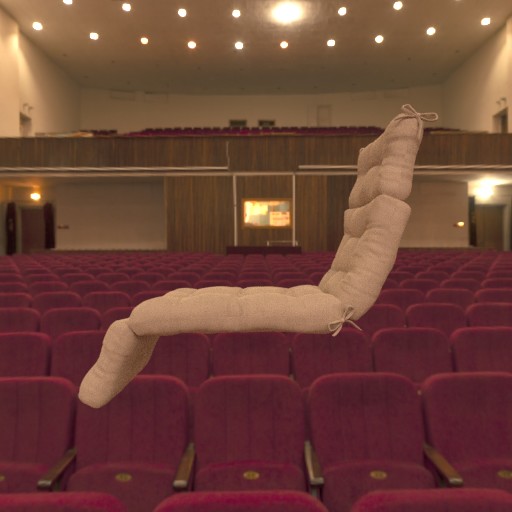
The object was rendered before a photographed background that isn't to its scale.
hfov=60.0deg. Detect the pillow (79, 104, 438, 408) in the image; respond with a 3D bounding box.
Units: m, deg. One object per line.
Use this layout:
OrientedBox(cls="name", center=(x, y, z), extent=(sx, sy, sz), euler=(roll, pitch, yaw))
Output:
OrientedBox(cls="pillow", center=(0.000, 0.000, 1.478), extent=(1.016, 0.863, 0.526), euler=(0, 0, 0))
